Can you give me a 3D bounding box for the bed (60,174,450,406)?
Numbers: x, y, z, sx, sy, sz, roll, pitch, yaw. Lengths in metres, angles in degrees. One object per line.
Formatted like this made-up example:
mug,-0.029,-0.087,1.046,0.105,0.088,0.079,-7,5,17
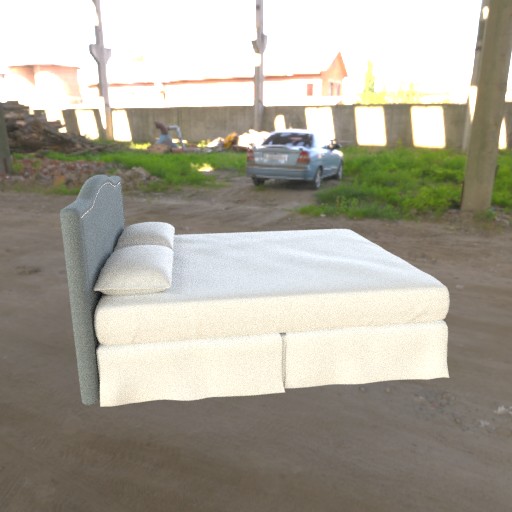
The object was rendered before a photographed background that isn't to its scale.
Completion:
bed,0.000,0.000,3.949,2.689,1.457,2.161,-3,16,-9
